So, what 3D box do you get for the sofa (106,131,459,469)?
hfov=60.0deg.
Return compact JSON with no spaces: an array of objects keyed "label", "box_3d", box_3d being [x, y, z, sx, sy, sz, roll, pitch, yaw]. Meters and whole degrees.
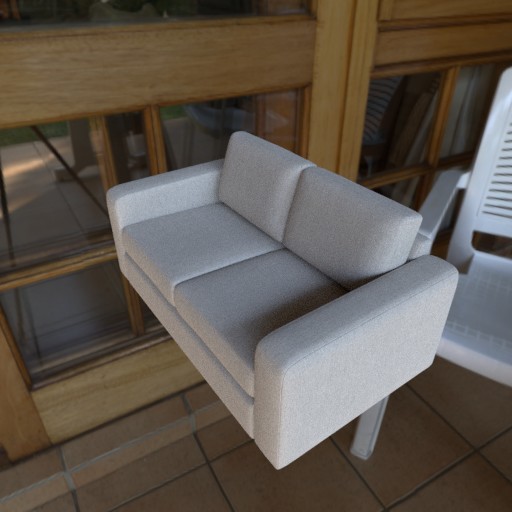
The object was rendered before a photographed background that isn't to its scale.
[{"label":"sofa","box_3d":[0.000,0.000,2.108,0.900,0.800,1.540,-21,39,-29]}]
